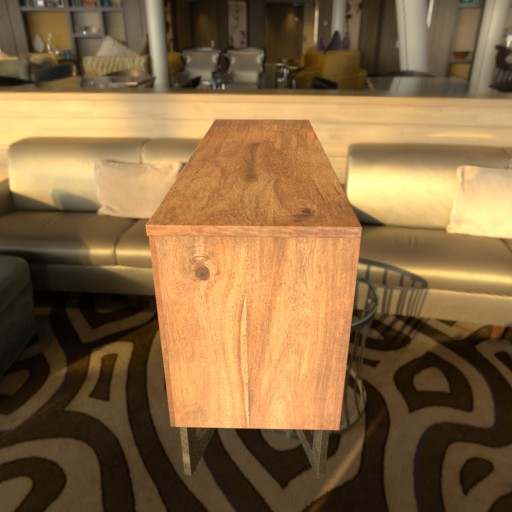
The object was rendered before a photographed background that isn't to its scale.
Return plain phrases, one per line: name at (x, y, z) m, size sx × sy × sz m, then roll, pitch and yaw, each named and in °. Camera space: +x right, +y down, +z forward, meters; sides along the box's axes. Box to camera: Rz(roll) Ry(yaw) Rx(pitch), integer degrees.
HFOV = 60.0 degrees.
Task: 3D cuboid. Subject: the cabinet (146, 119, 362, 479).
cabinet at (0.000, 0.000, 1.725) m, size 0.480 × 0.812 × 1.373 m, roll 1°, pitch 26°, yaw 1°
